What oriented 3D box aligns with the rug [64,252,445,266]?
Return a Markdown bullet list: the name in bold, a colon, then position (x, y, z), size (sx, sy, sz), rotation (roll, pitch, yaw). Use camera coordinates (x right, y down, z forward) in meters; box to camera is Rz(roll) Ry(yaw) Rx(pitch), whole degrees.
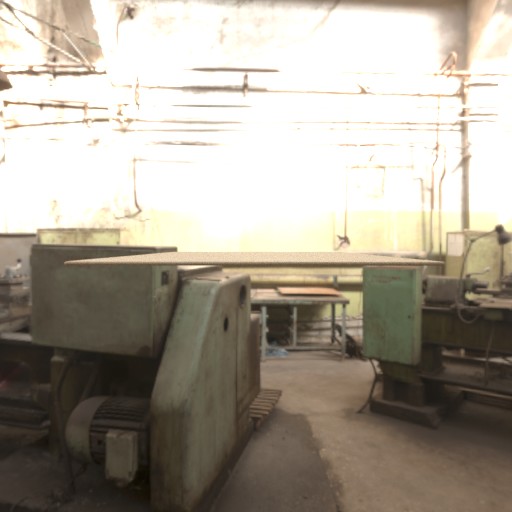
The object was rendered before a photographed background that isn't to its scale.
- **rug**: position (0.000, 0.000, 2.346), size (1.238, 0.014, 1.848), rotation (0, 2, 1)
